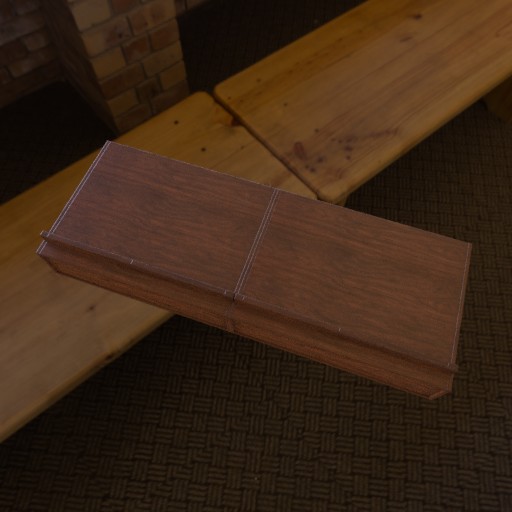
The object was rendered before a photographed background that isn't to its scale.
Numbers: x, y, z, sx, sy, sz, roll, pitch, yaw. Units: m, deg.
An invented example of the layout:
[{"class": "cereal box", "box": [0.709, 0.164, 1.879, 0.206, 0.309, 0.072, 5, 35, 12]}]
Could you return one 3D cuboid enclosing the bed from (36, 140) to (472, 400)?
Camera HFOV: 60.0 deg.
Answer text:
[{"class": "bed", "box": [0.000, 0.000, 2.329, 2.057, 0.326, 0.787, 17, 65, 8]}]
